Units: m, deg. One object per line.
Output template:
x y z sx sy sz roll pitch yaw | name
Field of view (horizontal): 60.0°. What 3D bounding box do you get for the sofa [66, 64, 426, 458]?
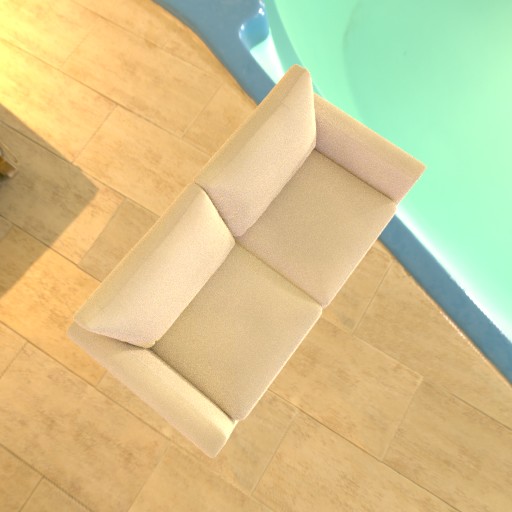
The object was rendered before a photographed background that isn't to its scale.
0.000 0.000 2.325 0.906 0.995 1.739 37 78 9 | sofa
